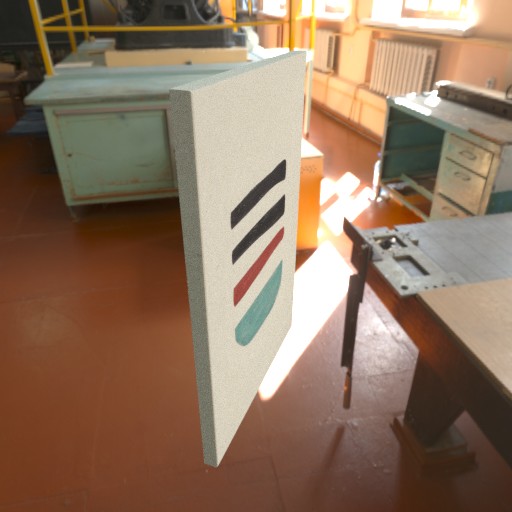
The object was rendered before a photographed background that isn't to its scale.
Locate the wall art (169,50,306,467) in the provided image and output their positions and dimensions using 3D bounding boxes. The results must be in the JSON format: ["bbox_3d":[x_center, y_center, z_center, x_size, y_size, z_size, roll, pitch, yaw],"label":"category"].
[{"bbox_3d":[0.000,0.000,1.144,0.038,0.912,0.607,12,32,19],"label":"wall art"}]
